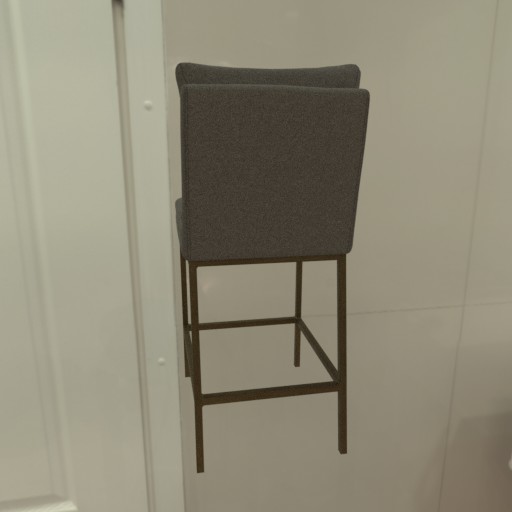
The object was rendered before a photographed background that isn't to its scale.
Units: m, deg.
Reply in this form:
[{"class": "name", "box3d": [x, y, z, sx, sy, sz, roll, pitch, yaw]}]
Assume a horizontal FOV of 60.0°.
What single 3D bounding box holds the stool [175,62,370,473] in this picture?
[{"class": "stool", "box3d": [0.000, 0.000, 1.336, 0.463, 1.030, 0.569, -3, 14, -10]}]
